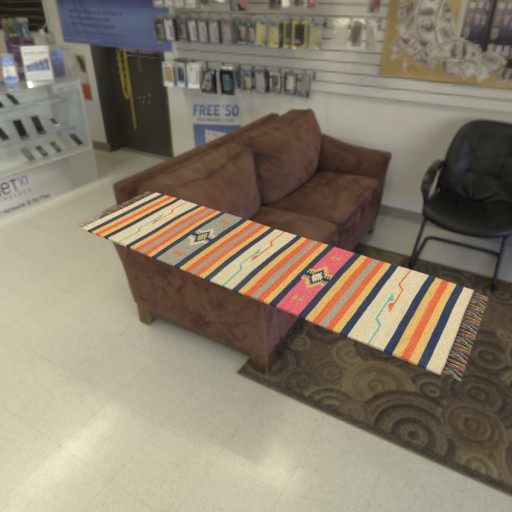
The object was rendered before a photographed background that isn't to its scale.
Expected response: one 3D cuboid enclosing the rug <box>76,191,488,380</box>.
[{"bbox_3d":[0.000,0.000,2.618,2.455,0.017,0.695,19,37,28],"label":"rug"}]
